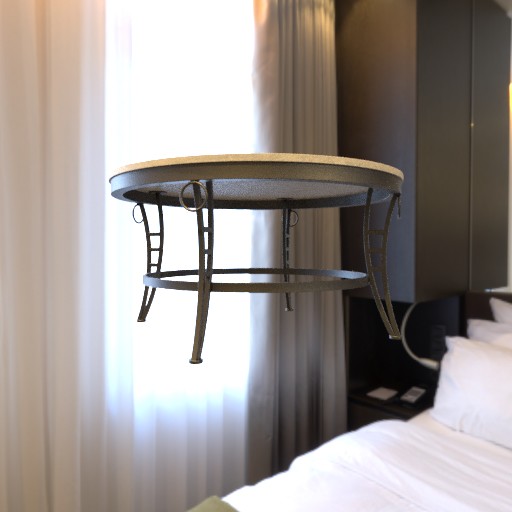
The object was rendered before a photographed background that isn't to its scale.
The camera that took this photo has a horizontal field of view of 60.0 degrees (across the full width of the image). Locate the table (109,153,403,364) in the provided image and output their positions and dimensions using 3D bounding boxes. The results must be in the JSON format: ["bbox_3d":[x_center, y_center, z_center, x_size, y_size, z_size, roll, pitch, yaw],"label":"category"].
[{"bbox_3d":[0.000,0.000,1.414,0.889,0.470,0.889,0,1,0],"label":"table"}]
